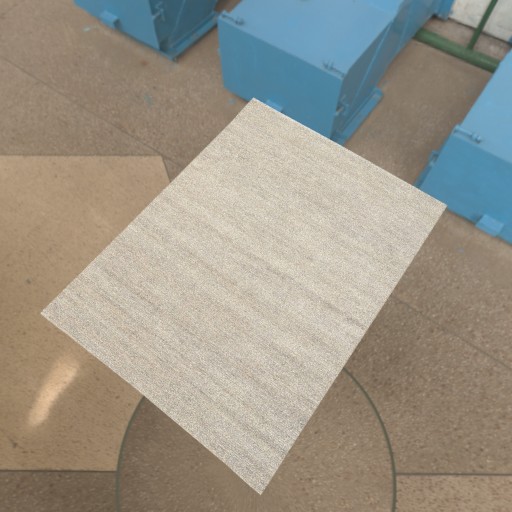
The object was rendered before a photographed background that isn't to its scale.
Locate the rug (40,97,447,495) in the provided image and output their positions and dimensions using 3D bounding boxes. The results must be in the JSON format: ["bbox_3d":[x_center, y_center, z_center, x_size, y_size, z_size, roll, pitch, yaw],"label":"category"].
[{"bbox_3d":[0.000,0.000,4.752,2.757,0.051,3.626,34,69,15],"label":"rug"}]
